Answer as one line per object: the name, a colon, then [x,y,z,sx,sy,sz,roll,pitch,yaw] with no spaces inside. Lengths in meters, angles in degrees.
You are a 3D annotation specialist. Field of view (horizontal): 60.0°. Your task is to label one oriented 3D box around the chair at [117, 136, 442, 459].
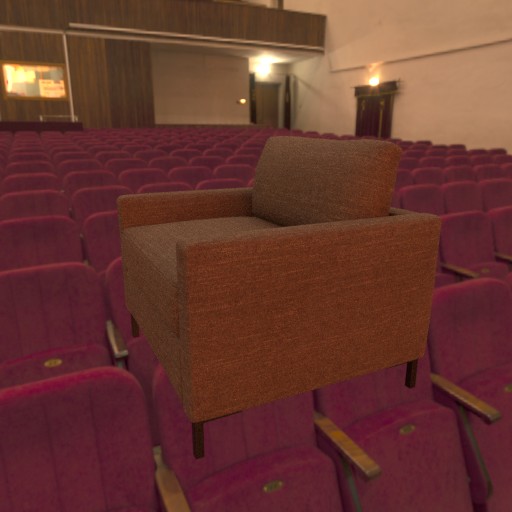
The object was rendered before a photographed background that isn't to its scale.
chair: [0.000,0.000,1.622,0.845,0.841,0.940,-8,17,-25]
